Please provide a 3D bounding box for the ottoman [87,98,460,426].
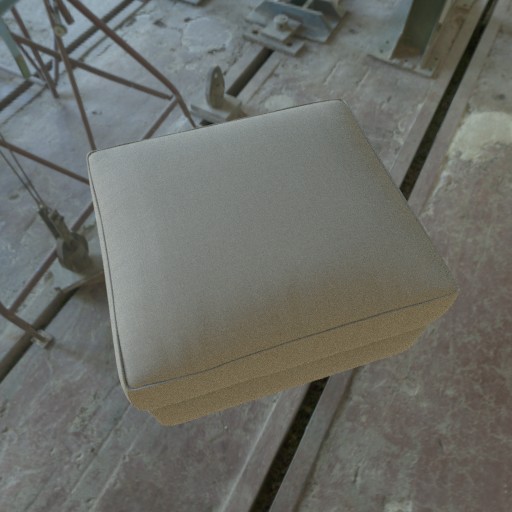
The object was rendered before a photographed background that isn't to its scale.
[{"bbox_3d":[0.000,0.000,1.156,0.716,0.505,0.662,-15,60,-9],"label":"ottoman"}]
